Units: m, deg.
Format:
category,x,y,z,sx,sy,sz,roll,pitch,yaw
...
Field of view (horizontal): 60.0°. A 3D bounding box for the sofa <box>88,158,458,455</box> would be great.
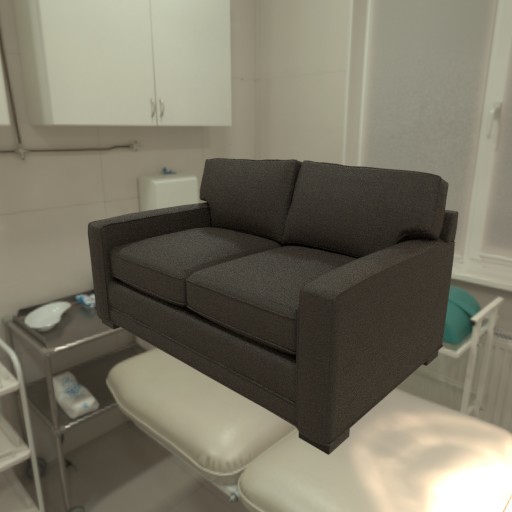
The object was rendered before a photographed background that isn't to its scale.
category,x,y,z,sx,sy,sz,roll,pitch,yaw
sofa,0.000,0.000,2.159,1.534,0.887,0.974,15,22,41
